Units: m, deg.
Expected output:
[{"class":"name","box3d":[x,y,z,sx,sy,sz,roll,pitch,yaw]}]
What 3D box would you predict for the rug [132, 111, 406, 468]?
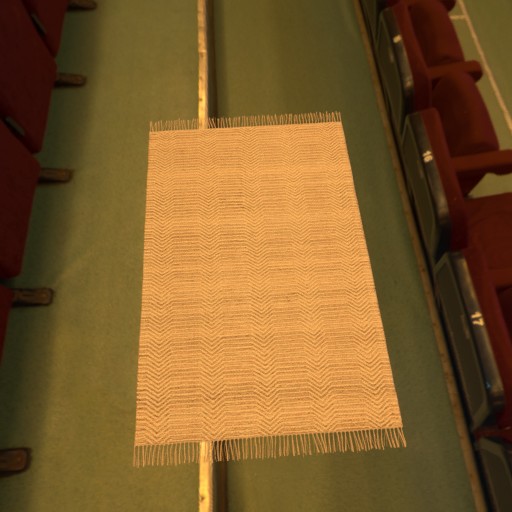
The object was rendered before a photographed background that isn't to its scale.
[{"class":"rug","box3d":[0.000,0.000,2.410,1.224,0.027,2.021,-3,64,-2]}]
